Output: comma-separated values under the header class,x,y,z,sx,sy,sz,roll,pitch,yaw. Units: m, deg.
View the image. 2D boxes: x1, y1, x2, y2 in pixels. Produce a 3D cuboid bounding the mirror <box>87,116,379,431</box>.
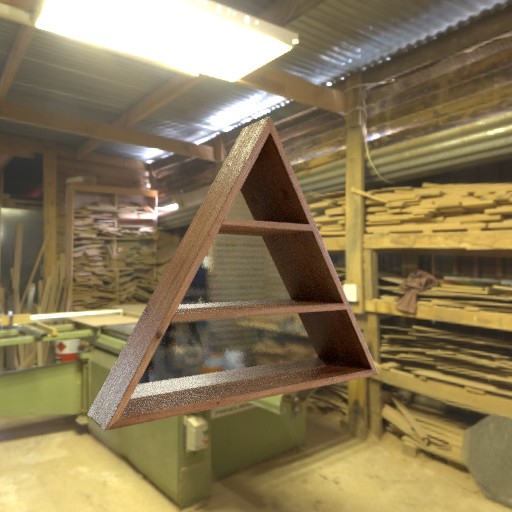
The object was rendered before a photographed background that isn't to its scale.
class,x,y,z,sx,sy,sz,roll,pitch,yaw
mirror,0.000,0.000,0.901,0.631,0.548,0.100,1,-2,-35
